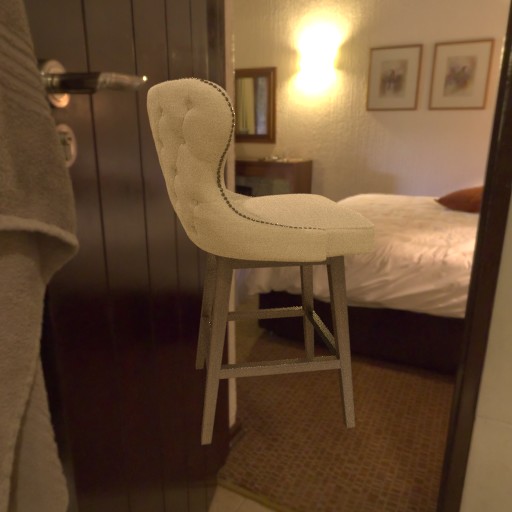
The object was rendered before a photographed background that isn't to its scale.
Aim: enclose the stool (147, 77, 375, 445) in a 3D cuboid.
[{"bbox_3d":[0.000,0.000,1.368,0.597,0.972,0.615,-3,16,-9],"label":"stool"}]
